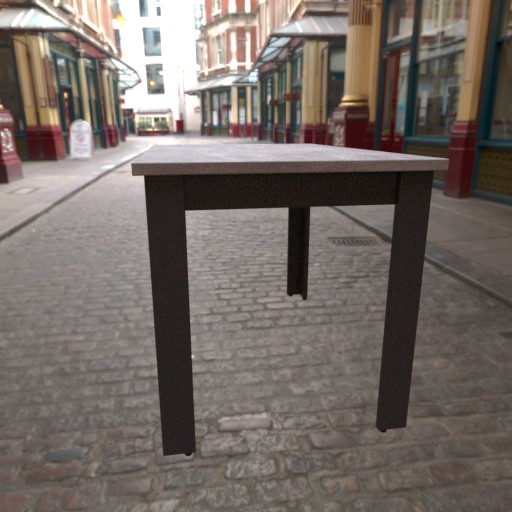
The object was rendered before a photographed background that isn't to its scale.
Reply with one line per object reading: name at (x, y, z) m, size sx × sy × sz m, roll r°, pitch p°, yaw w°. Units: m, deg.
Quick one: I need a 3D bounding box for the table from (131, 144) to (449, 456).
table at (0.000, 0.000, 1.569) m, size 0.700 × 0.734 × 1.100 m, roll -3°, pitch 16°, yaw -9°
